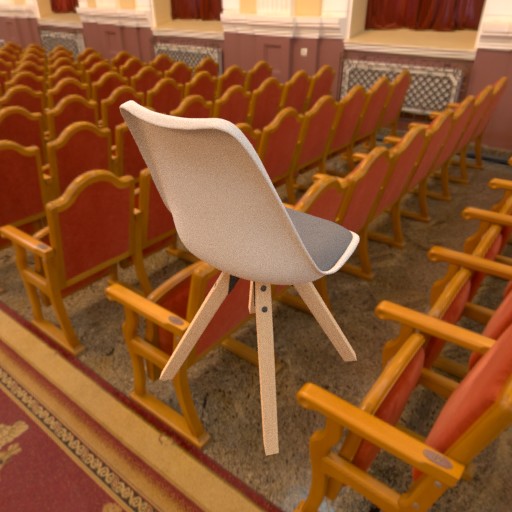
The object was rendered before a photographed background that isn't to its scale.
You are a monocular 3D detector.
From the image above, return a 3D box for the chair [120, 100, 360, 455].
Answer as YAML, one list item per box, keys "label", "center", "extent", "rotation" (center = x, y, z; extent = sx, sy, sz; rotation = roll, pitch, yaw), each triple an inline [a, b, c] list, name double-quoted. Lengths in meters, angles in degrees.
- label: "chair"
  center: [0.000, 0.000, 1.187]
  extent: [0.485, 0.850, 0.550]
  rotation: [22, 37, 32]
